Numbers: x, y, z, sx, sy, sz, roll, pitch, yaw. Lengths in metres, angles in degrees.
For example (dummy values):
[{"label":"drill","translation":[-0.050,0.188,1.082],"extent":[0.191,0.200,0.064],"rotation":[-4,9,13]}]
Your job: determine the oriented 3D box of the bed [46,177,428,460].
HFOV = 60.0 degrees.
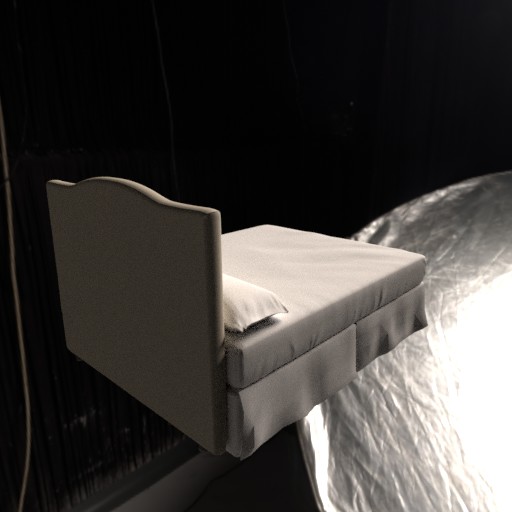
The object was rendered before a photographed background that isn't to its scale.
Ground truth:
[{"label":"bed","translation":[0.000,0.000,3.557],"extent":[1.977,1.437,2.477],"rotation":[15,22,41]}]
